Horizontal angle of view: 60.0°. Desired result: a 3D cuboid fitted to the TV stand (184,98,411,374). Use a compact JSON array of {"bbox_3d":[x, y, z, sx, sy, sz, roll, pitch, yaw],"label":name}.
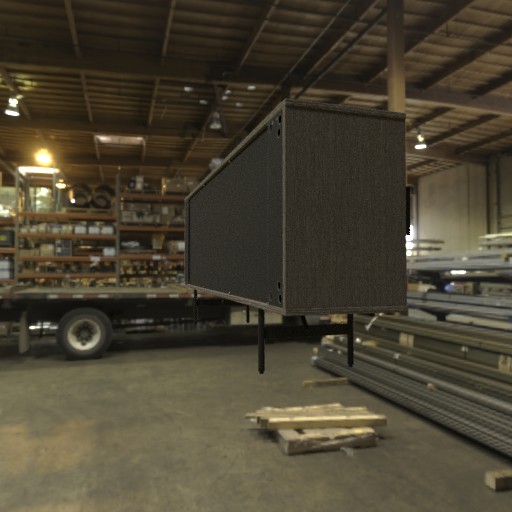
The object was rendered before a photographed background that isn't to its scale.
[{"bbox_3d":[0.000,0.000,2.079,0.405,0.787,1.804,0,-1,-17],"label":"TV stand"}]
